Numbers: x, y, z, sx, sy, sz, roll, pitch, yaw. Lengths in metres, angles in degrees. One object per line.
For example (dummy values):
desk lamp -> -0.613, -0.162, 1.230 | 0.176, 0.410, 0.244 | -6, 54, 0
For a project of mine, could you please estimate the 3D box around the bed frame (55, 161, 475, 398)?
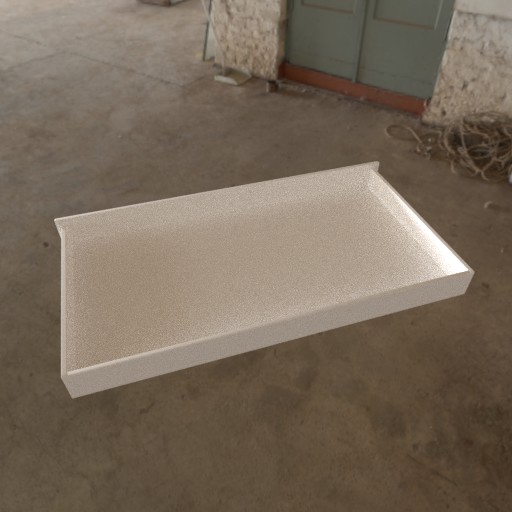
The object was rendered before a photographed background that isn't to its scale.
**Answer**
bed frame -> 0.000, 0.000, 1.545 | 1.300, 0.141, 0.670 | -12, 44, -13
